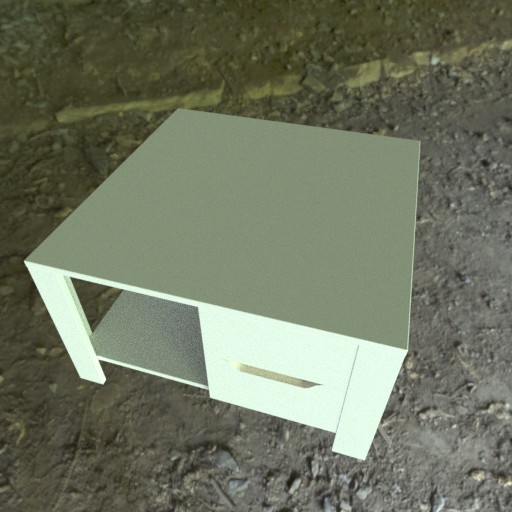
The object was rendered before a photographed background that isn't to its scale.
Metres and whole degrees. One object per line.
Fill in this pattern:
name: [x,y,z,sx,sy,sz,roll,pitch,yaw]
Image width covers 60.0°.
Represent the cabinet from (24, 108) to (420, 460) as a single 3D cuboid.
cabinet: [0.000,0.000,1.302,0.800,0.460,0.800,12,44,12]
